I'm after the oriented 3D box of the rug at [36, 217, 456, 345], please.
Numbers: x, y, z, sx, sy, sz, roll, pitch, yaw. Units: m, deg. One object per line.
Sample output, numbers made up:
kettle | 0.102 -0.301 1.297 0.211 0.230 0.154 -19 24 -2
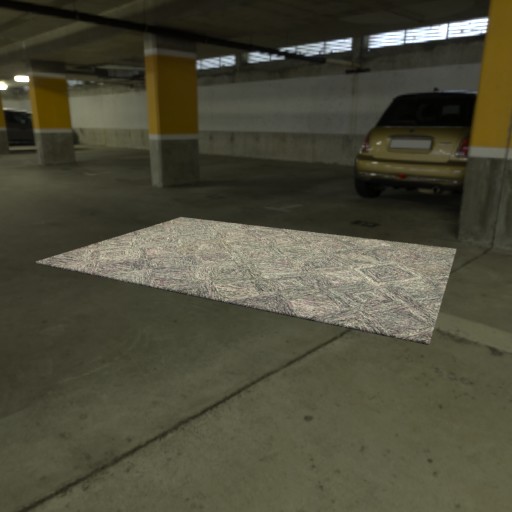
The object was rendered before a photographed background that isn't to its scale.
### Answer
rug | 0.000 0.000 2.880 2.298 0.017 1.501 8 19 26
